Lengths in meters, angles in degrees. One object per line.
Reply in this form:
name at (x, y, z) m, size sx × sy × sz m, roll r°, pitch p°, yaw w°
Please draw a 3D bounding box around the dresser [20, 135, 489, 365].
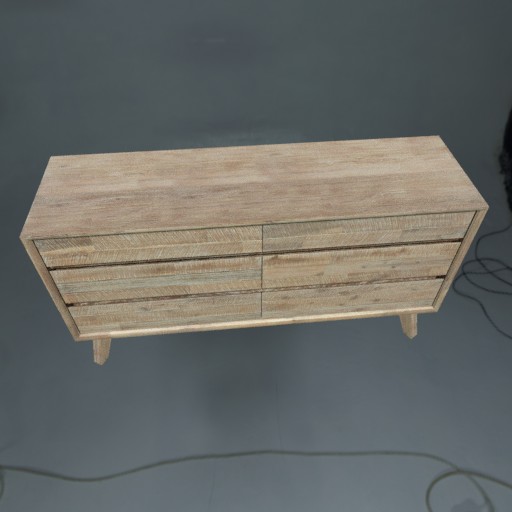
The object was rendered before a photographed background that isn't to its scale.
dresser at (0.000, 0.000, 1.907) m, size 1.554 × 0.805 × 0.455 m, roll -4°, pitch 47°, yaw -4°
